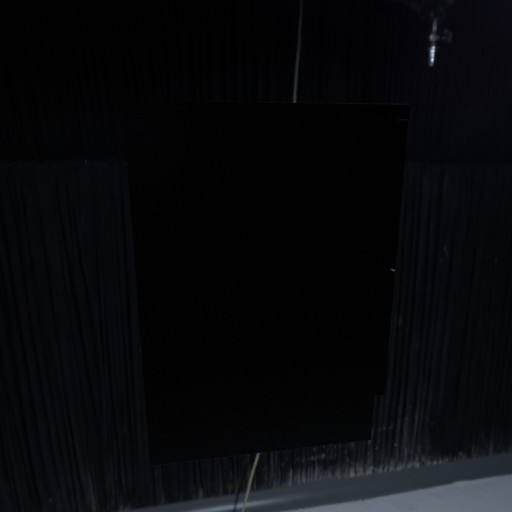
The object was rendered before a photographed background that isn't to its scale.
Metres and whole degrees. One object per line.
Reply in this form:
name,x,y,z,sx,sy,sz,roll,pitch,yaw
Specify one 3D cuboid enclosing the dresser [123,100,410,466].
dresser,0.000,0.000,0.758,0.360,0.470,0.400,-3,15,-9
